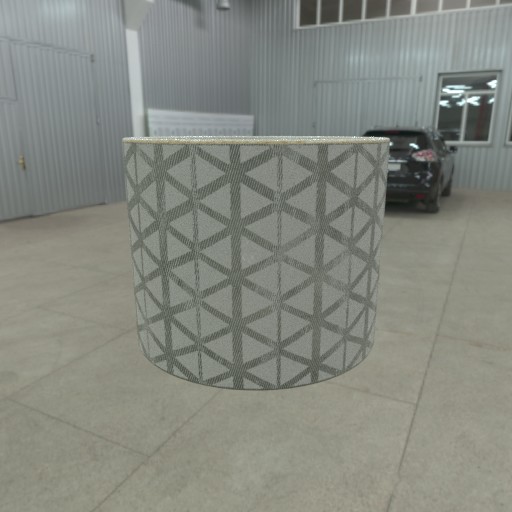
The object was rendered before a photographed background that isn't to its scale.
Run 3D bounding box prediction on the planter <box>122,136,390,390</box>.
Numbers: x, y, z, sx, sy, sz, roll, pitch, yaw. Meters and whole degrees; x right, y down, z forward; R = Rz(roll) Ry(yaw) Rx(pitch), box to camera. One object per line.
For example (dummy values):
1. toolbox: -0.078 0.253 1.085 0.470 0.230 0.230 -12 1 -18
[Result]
1. planter: 0.000 0.000 0.462 0.250 0.239 0.250 0 16 0
